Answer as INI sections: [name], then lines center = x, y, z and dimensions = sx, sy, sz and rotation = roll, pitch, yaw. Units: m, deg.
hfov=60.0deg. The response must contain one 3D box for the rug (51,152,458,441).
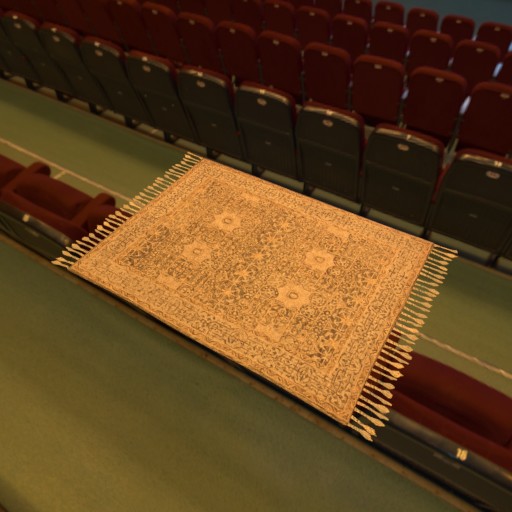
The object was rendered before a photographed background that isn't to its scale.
[rug]
center = 0.000, 0.000, 3.168
dimensions = 2.465, 0.023, 1.619
rotation = 24, 51, 21
